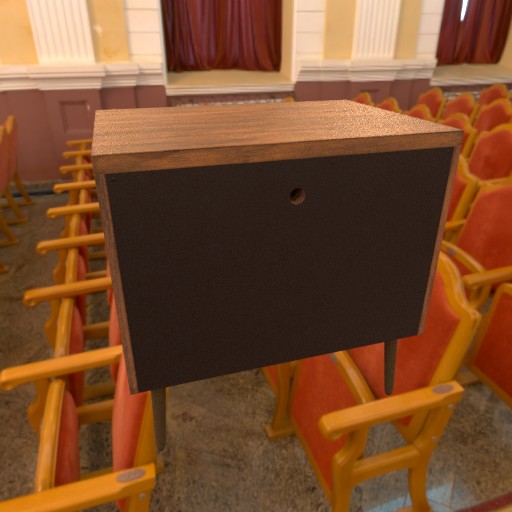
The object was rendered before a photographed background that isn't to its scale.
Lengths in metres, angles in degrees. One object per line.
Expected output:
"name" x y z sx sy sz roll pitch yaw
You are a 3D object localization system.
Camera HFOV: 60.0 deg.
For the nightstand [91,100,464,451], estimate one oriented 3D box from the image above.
"nightstand" 0.000 0.000 1.013 0.610 0.610 0.458 -8 27 -15
